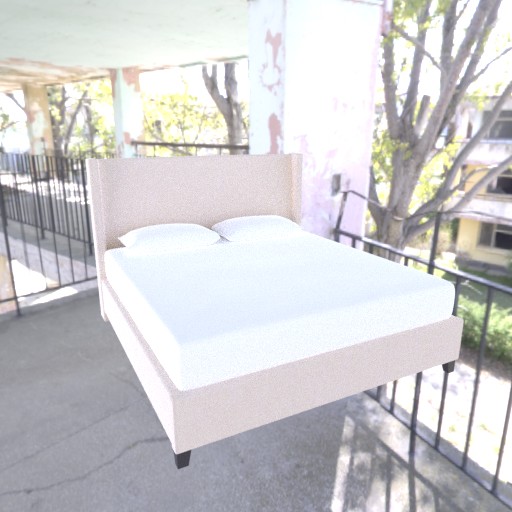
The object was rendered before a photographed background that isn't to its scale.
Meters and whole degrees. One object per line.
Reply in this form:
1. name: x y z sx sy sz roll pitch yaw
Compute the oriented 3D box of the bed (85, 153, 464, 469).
1. bed: 0.000 0.000 3.549 2.145 1.471 2.293 -8 18 -27
